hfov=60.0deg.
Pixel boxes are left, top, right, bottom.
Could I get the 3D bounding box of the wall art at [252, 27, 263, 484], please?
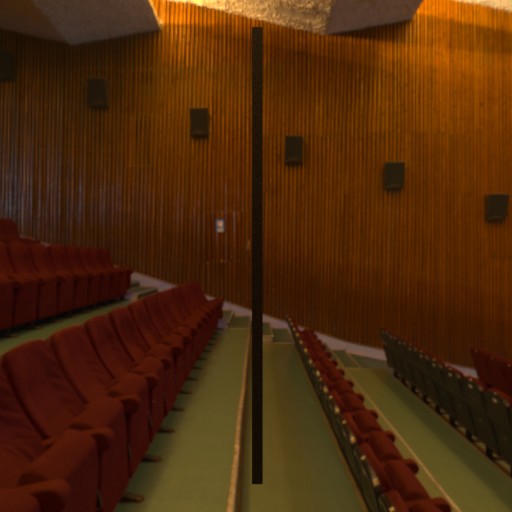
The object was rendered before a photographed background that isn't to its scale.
[{"bbox_3d":[0.000,0.000,0.707,0.013,0.534,0.381,0,0,0],"label":"wall art"}]
